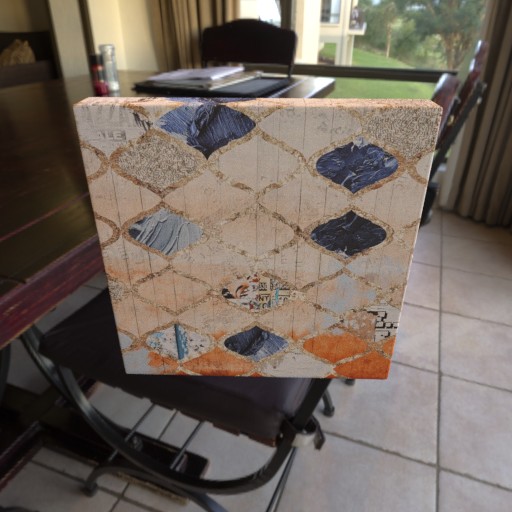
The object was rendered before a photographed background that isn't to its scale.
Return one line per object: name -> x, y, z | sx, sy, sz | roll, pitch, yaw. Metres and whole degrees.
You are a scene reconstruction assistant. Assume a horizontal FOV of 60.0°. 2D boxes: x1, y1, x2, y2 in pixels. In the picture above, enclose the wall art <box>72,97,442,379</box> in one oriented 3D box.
wall art -> 0.000, 0.000, 0.452 | 0.303, 0.304, 0.036 | 1, 30, 2
